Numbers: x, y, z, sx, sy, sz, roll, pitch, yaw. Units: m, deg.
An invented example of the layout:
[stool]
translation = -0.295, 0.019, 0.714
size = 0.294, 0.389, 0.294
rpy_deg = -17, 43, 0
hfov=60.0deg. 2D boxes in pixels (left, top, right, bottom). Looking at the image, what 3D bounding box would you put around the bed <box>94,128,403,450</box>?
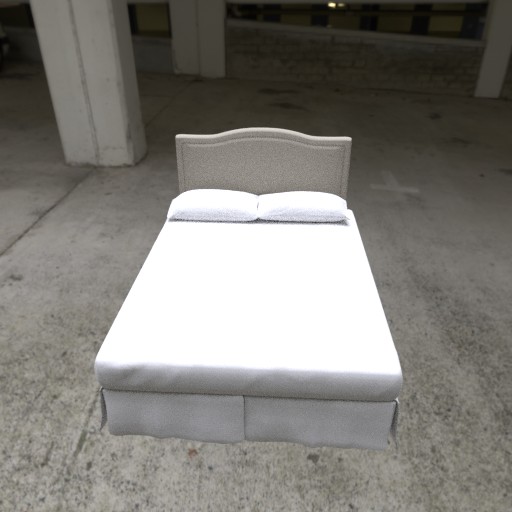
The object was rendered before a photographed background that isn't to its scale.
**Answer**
[bed]
translation = 0.000, 0.000, 3.583
size = 1.977, 1.437, 2.477
rpy_deg = 2, 31, 3
